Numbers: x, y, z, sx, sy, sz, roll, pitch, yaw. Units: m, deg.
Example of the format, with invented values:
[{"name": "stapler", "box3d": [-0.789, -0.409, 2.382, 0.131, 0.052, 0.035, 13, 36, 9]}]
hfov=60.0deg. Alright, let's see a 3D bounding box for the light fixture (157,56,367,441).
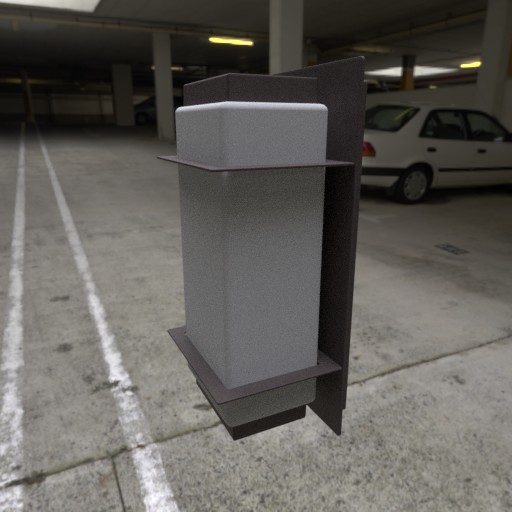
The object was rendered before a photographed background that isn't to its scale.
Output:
[{"name": "light fixture", "box3d": [0.000, 0.000, 0.432, 0.146, 0.347, 0.153, -8, 18, -25]}]
